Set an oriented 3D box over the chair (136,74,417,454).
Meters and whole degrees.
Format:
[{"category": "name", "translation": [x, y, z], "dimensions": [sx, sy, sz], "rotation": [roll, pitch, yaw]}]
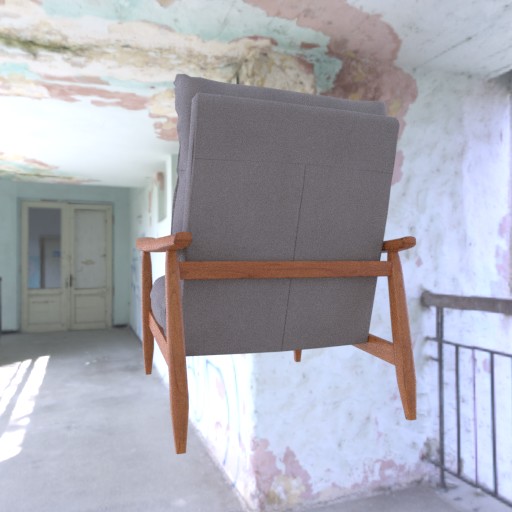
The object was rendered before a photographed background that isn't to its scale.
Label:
[{"category": "chair", "translation": [0.000, 0.000, 1.504], "dimensions": [0.782, 0.922, 0.816], "rotation": [0, 0, -19]}]
